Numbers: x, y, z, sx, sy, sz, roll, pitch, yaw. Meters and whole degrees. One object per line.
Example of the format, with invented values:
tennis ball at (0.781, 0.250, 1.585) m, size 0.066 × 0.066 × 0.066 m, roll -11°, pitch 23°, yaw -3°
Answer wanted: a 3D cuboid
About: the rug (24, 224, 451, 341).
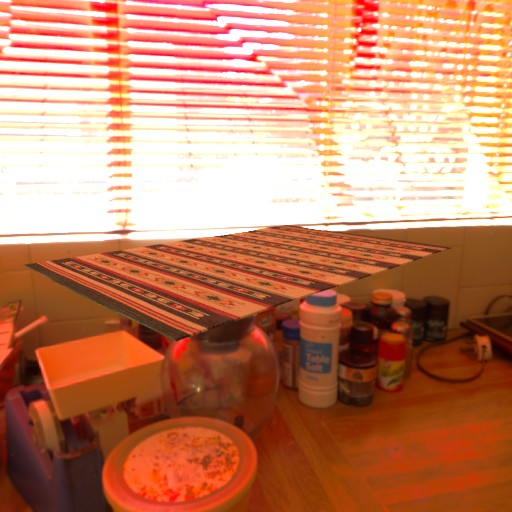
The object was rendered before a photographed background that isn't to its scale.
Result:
rug at (0.000, 0.000, 2.242) m, size 1.825 × 0.009 × 1.221 m, roll -12°, pitch 17°, yaw -43°
